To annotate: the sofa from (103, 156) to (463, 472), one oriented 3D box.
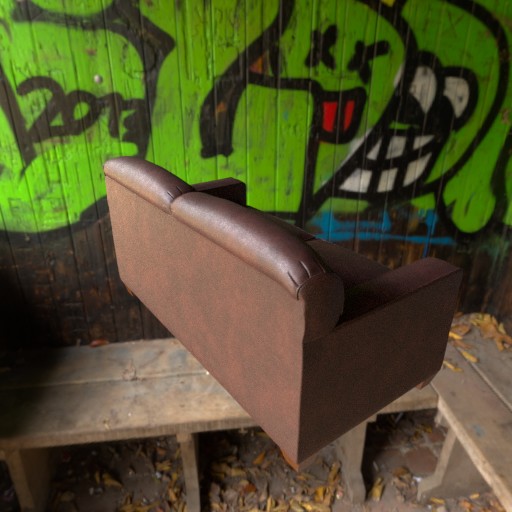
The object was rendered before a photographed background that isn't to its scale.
[{"bbox_3d":[0.000,0.000,2.428,1.000,0.966,1.856,-17,30,-32],"label":"sofa"}]
